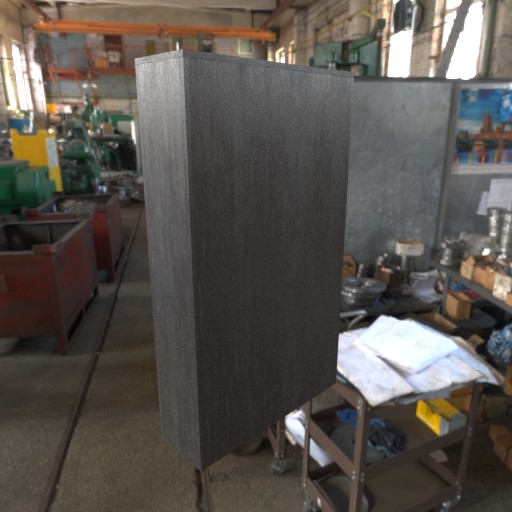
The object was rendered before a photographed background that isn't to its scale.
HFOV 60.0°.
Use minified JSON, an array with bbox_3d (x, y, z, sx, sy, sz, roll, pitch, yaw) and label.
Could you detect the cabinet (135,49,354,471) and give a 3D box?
[{"bbox_3d":[0.000,0.000,1.618,0.750,1.280,0.250,-16,23,-42],"label":"cabinet"}]
